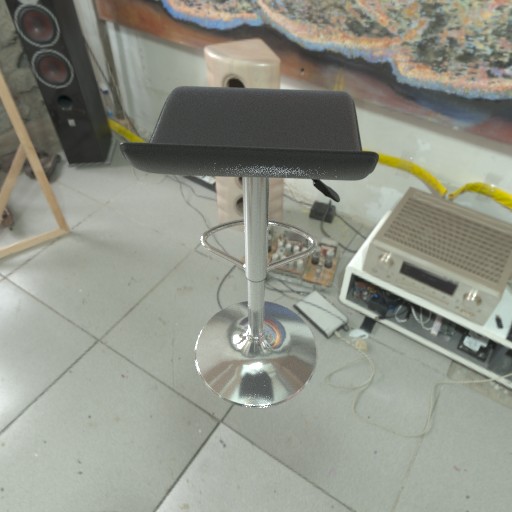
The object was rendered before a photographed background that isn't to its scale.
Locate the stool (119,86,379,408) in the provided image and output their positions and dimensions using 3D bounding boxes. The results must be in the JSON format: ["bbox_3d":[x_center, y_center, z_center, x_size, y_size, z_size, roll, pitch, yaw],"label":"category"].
[{"bbox_3d":[0.000,0.000,1.064,0.381,0.851,0.381,3,47,3],"label":"stool"}]
